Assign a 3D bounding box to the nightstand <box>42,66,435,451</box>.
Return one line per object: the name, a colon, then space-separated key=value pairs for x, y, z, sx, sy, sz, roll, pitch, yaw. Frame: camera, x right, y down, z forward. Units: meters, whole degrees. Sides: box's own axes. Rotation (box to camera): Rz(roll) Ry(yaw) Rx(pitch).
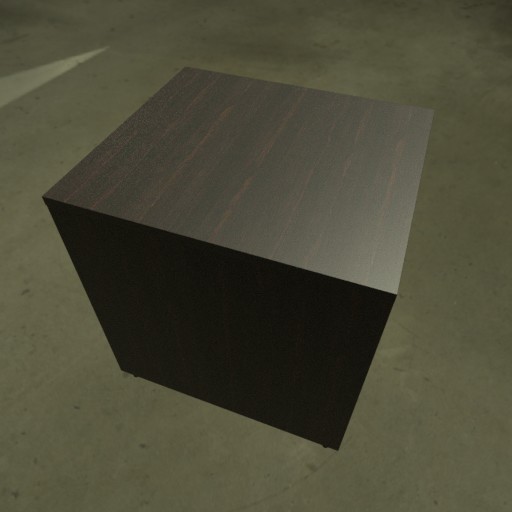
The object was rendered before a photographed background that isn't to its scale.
nightstand: x=0.000 y=0.000 z=0.805 sx=0.461 sy=0.460 sz=0.400 roll=15 pitch=49 yaw=14
